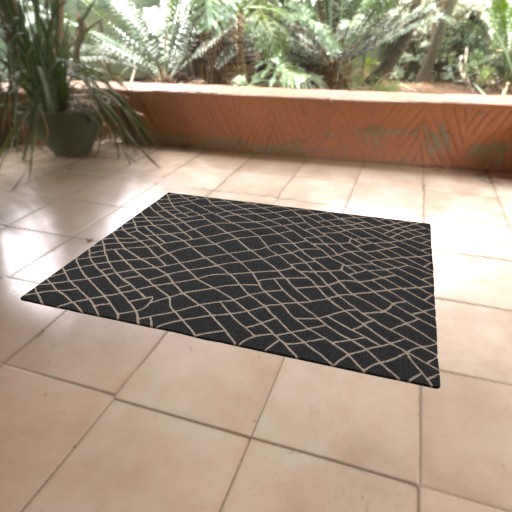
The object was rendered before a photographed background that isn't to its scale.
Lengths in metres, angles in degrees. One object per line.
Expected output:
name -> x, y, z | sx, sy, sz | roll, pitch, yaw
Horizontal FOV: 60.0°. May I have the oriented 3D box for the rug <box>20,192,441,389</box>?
rug -> 0.000, 0.000, 4.011 | 3.047, 0.022, 2.439 | 9, 30, 16
